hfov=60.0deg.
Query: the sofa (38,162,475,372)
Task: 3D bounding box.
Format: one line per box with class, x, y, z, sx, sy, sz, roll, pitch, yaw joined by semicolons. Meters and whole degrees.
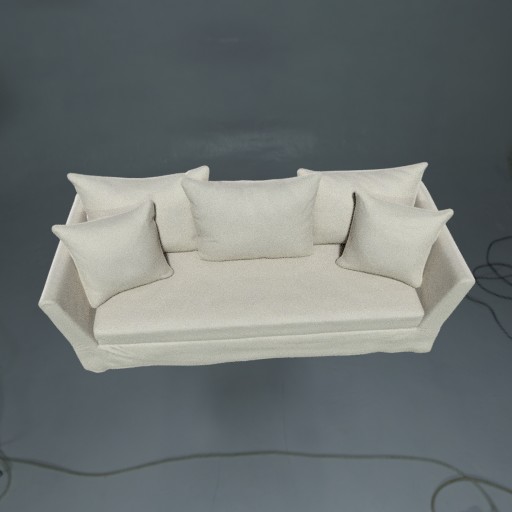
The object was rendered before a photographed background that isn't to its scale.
sofa;0.000;0.000;3.006;2.499;1.047;1.046;-3;47;-3
